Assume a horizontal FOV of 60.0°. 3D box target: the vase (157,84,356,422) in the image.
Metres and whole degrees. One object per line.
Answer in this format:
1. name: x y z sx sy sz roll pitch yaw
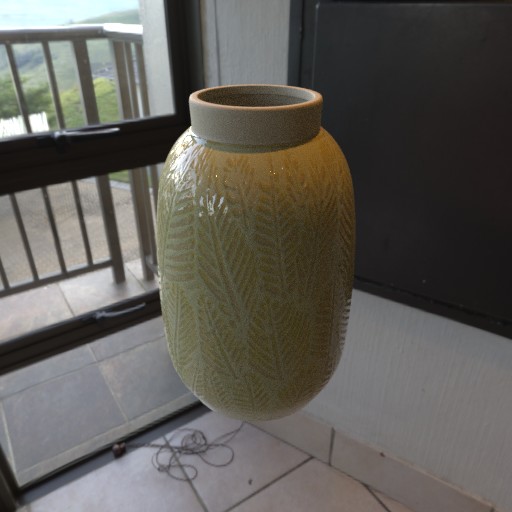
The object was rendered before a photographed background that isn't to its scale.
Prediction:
1. vase: 0.000 0.000 0.389 0.172 0.270 0.172 0 30 0
